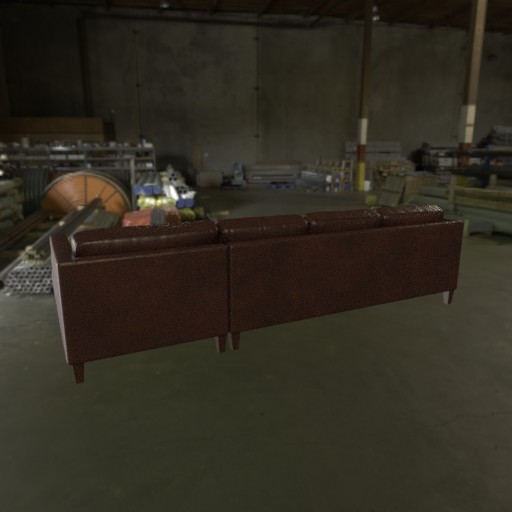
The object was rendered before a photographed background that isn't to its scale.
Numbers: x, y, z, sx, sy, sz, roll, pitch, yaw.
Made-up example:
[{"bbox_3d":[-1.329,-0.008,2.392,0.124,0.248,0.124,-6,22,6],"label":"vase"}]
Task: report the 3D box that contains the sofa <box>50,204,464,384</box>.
[{"bbox_3d":[0.000,0.000,3.842,3.203,0.883,1.581,-7,15,-26],"label":"sofa"}]
